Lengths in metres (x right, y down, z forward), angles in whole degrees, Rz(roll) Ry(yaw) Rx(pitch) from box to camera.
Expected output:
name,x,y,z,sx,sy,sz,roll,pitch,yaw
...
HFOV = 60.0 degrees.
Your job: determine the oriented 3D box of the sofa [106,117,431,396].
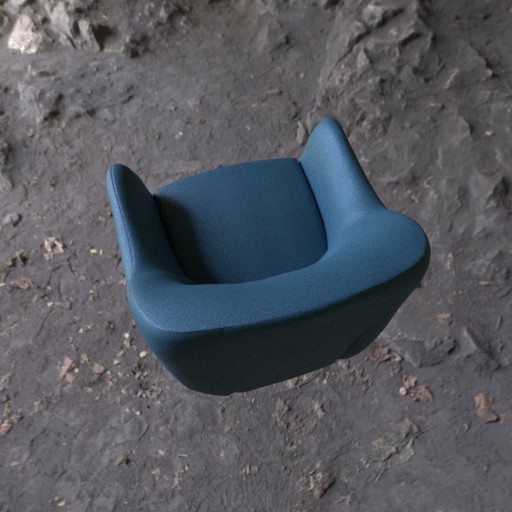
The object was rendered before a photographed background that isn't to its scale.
name,x,y,z,sx,sy,sz,roll,pitch,yaw
sofa,0.000,0.000,1.503,0.836,0.817,0.825,-15,60,-9
